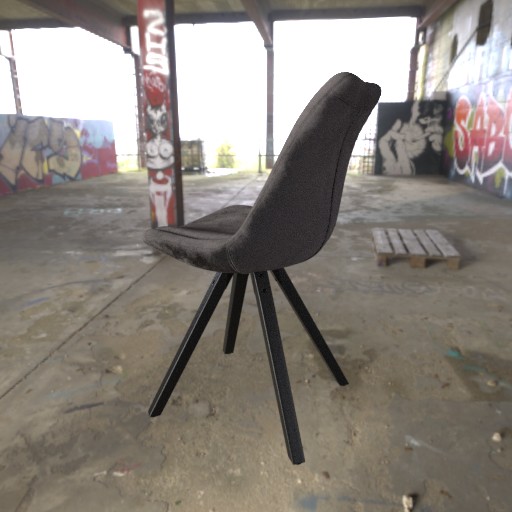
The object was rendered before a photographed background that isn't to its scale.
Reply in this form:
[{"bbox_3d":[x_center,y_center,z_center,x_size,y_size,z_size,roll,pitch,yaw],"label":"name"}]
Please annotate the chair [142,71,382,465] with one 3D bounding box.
[{"bbox_3d":[0.000,0.000,1.165,0.550,0.850,0.476,8,17,26],"label":"chair"}]
